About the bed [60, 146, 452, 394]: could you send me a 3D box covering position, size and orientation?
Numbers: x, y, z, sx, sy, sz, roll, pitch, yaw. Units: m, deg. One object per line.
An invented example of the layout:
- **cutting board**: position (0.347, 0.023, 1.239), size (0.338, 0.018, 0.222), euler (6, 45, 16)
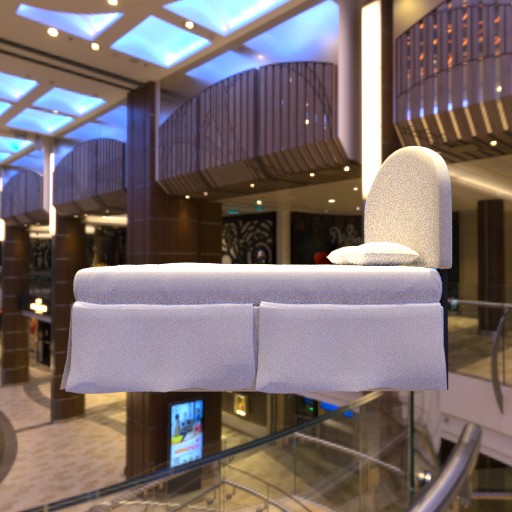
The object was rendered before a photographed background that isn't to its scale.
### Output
- **bed**: position (0.000, 0.000, 3.018), size (2.005, 1.410, 1.607), euler (0, -1, 0)
